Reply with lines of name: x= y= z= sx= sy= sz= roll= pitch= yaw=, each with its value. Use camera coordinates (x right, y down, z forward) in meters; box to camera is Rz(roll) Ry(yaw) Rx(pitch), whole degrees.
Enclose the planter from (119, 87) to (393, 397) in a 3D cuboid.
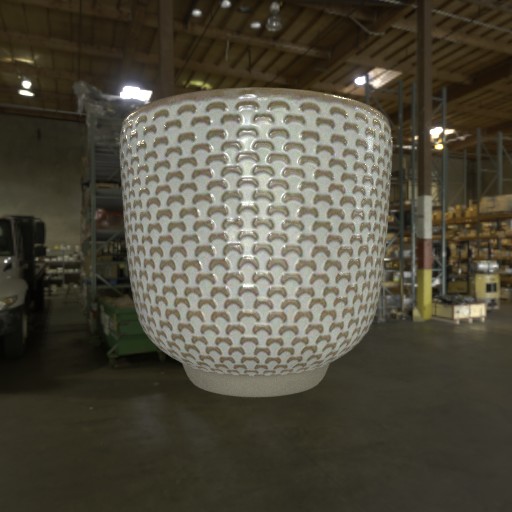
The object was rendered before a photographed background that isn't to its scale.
planter: x=0.000 y=0.000 z=0.236 sx=0.139 sy=0.130 sz=0.139 roll=0 pitch=0 yaw=0
